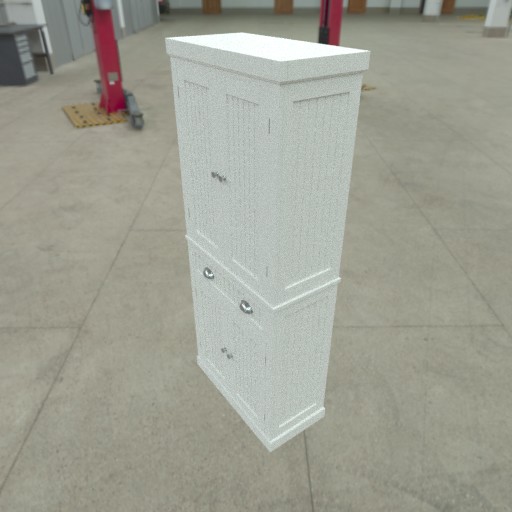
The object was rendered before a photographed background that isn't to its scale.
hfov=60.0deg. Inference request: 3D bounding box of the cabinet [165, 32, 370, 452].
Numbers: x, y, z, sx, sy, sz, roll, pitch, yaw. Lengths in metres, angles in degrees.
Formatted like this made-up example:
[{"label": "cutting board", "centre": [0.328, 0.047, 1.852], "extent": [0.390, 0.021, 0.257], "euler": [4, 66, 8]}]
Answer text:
[{"label": "cabinet", "centre": [0.000, 0.000, 2.106], "extent": [0.390, 1.829, 0.754], "euler": [-21, 37, -30]}]
